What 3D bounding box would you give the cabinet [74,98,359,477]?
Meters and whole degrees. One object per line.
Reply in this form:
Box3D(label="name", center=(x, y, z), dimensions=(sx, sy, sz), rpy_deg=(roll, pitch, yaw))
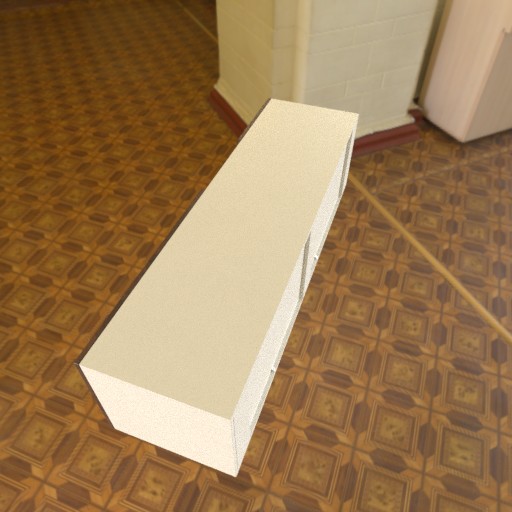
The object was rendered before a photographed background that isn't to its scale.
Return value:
Box3D(label="cabinet", center=(0.000, 0.000, 1.749), dimensions=(0.431, 0.533, 1.499), rpy_deg=(15, 48, 14))
